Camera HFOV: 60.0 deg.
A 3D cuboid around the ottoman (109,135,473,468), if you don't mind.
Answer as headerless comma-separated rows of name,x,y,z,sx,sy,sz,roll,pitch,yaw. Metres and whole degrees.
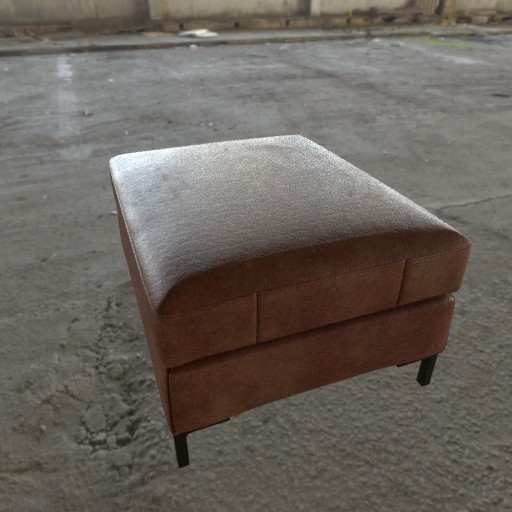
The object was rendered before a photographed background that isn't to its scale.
ottoman,0.000,0.000,1.767,0.965,0.667,1.186,-11,33,-18
